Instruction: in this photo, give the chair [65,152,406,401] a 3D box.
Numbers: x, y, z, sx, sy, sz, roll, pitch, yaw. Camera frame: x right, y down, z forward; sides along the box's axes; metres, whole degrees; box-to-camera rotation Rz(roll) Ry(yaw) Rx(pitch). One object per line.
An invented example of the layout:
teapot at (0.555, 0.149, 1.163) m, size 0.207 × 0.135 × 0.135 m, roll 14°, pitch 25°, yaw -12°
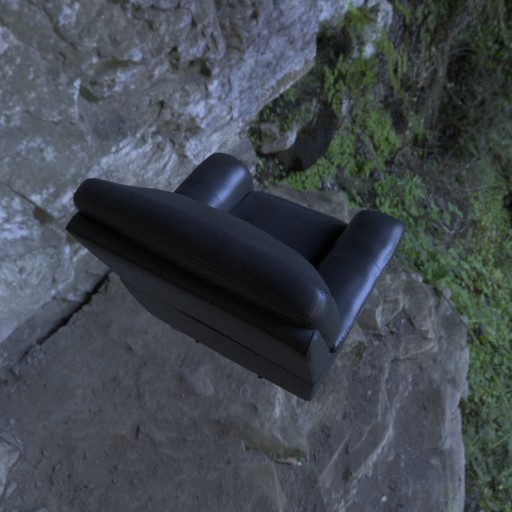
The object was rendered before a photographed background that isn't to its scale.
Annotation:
chair at (0.000, 0.000, 2.036) m, size 1.096 × 1.109 × 1.087 m, roll 25°, pitch 53°, yaw 20°
